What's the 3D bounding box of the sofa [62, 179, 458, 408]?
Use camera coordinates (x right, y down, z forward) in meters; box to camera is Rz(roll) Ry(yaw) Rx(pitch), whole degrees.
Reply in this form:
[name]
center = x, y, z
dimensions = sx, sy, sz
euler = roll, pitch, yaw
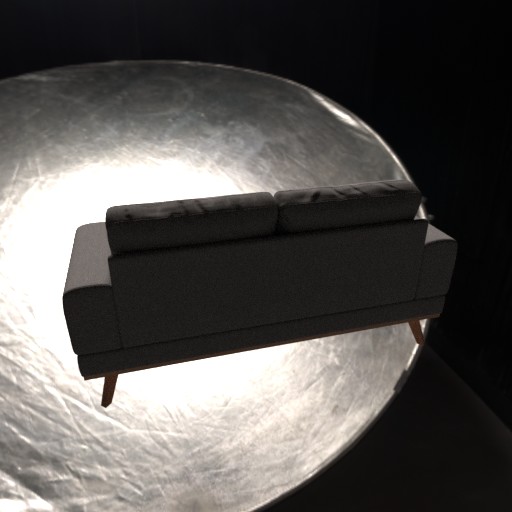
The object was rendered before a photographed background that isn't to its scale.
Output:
[sofa]
center = 0.000, 0.000, 2.124
dimensions = 1.650, 0.810, 0.785
euler = -7, 28, -14
